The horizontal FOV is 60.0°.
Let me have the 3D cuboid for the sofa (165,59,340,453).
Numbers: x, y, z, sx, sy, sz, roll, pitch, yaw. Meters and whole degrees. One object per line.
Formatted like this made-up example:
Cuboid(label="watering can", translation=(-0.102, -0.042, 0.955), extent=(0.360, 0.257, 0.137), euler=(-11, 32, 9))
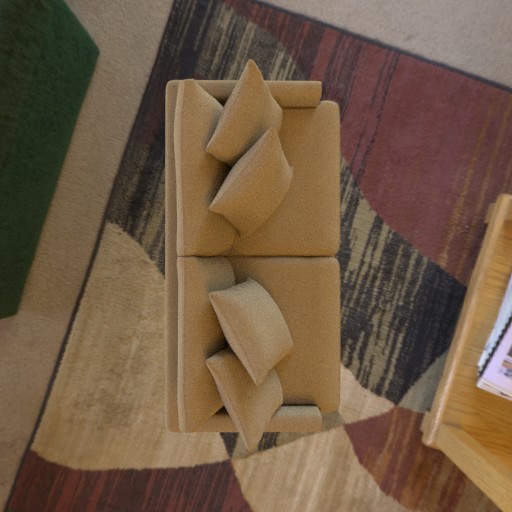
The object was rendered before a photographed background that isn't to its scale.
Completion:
Cuboid(label="sofa", translation=(0.000, 0.000, 3.087), extent=(1.228, 1.084, 2.380), euler=(0, 90, -1))
